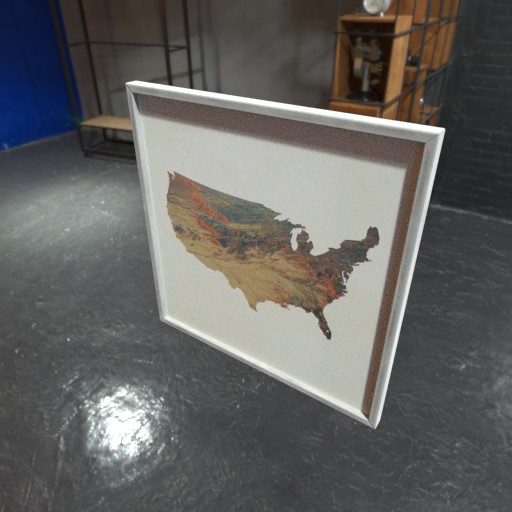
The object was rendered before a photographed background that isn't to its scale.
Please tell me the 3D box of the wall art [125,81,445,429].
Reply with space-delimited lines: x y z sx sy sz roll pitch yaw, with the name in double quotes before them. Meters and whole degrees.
"wall art" 0.000 0.000 0.449 0.303 0.303 0.015 20 37 29
